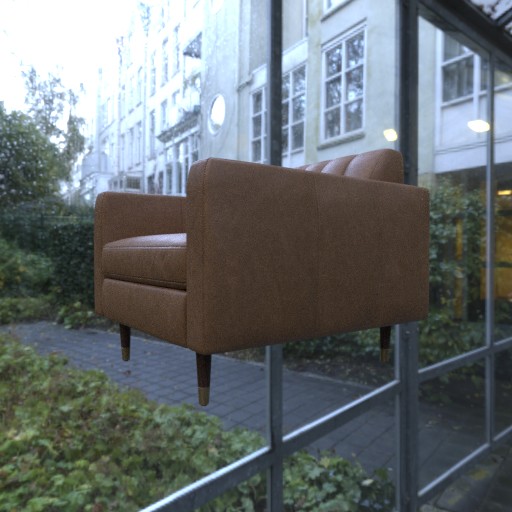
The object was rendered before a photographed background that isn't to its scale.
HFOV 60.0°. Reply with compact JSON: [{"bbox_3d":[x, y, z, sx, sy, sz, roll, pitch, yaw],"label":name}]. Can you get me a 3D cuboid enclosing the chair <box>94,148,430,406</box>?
[{"bbox_3d":[0.000,0.000,1.720,0.998,0.819,0.953,-1,1,-36],"label":"chair"}]
